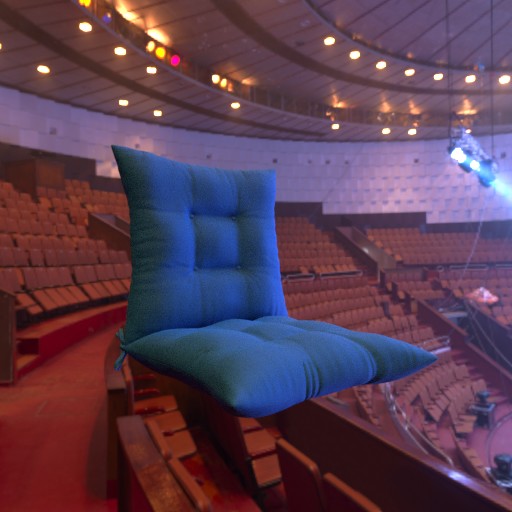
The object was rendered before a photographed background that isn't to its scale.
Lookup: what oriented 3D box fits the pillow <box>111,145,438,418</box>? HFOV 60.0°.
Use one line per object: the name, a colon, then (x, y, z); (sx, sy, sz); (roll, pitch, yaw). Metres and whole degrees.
pillow: (0.000, 0.000, 0.999); (0.541, 0.536, 0.585); (0, -1, -36)
